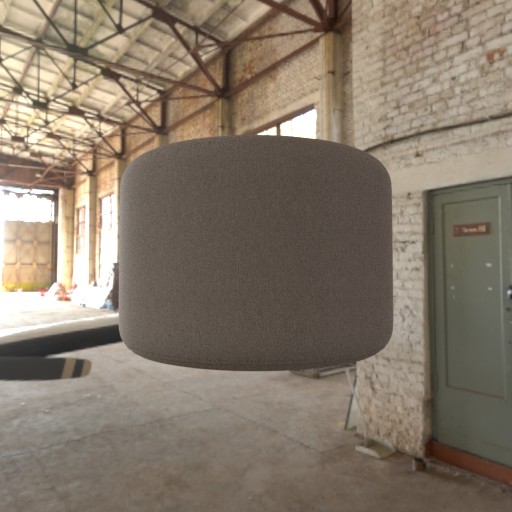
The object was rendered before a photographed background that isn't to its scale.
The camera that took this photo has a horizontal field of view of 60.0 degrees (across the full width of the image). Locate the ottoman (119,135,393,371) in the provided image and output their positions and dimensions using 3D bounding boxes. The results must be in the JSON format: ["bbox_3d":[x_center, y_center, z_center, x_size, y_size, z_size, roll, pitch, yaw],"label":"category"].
[{"bbox_3d":[0.000,0.000,1.031,0.608,0.433,0.608,0,-2,0],"label":"ottoman"}]
